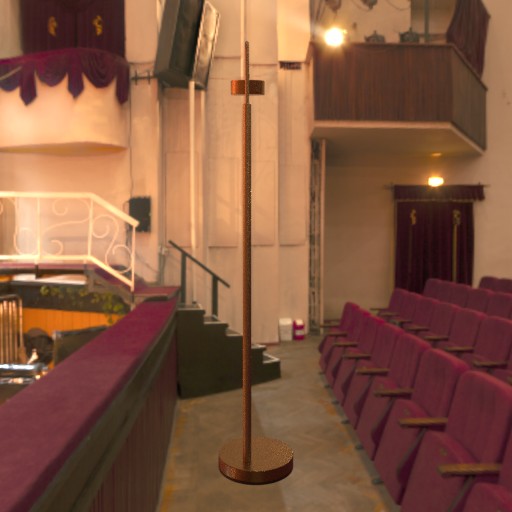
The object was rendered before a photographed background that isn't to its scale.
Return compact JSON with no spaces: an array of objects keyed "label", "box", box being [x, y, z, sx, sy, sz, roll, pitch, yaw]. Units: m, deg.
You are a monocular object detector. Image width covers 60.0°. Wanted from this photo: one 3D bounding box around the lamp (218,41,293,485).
[{"label":"lamp","box":[0.000,0.000,1.391,0.219,1.230,0.418,0,1,0]}]
